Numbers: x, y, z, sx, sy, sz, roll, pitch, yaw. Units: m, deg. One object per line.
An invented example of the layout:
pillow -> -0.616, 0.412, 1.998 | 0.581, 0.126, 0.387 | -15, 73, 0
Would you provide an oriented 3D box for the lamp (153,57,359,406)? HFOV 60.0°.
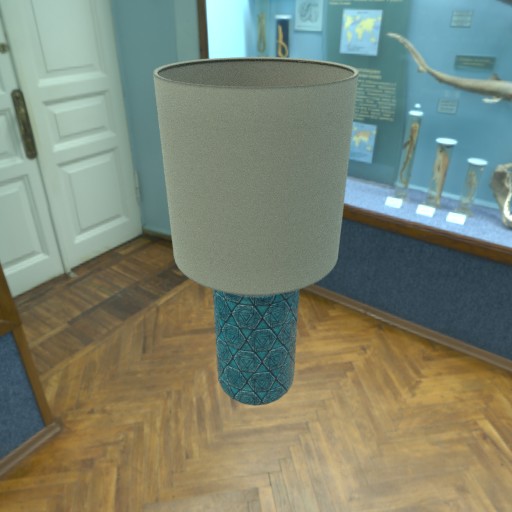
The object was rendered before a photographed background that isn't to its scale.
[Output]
lamp -> 0.000, 0.000, 0.762 | 0.278, 0.597, 0.278 | 21, 37, 32
